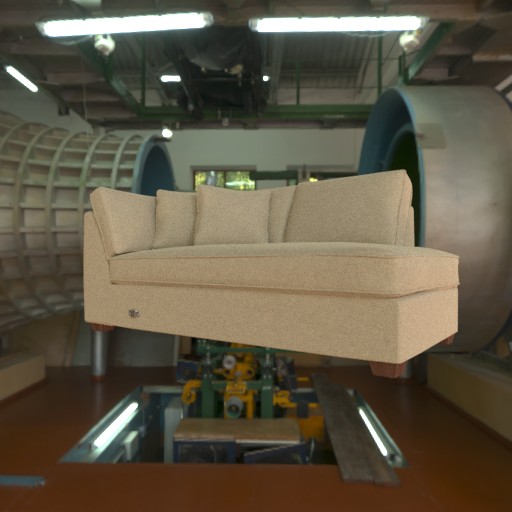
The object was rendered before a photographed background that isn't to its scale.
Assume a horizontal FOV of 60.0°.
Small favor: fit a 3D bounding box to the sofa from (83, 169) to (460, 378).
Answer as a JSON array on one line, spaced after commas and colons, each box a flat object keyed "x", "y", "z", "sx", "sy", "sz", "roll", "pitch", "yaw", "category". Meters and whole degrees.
[{"x": 0.000, "y": 0.000, "z": 2.846, "sx": 2.237, "sy": 1.033, "sz": 1.110, "roll": 0, "pitch": -1, "yaw": 36, "category": "sofa"}]
